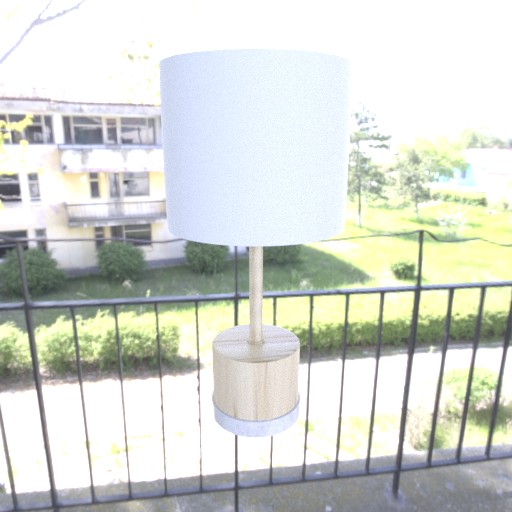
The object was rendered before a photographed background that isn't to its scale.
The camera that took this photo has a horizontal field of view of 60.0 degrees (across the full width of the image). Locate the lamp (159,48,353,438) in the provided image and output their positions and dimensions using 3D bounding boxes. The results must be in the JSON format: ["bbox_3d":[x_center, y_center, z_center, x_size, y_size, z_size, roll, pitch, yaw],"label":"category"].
[{"bbox_3d":[0.000,0.000,0.591,0.229,0.470,0.229,-2,16,-8],"label":"lamp"}]
